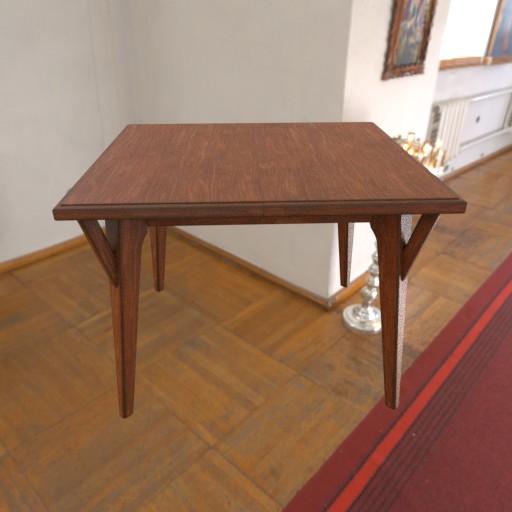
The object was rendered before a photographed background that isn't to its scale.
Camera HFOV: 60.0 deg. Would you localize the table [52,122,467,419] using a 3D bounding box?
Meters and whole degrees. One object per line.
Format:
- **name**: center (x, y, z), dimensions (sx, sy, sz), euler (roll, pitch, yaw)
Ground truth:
- **table**: center (0.000, 0.000, 1.603), dimensions (0.991, 0.761, 0.838), euler (-1, 30, -2)
